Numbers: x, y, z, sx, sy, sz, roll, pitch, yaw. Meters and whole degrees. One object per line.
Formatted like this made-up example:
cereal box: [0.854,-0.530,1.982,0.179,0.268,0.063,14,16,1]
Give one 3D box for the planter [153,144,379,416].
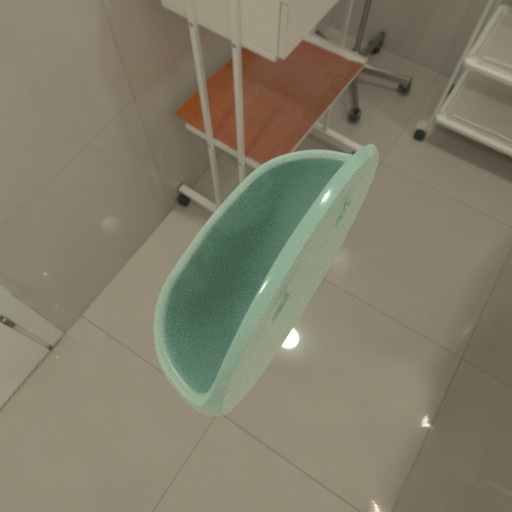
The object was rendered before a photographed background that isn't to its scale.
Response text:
planter: [0.000,0.000,0.277,0.073,0.164,0.189,30,68,14]
